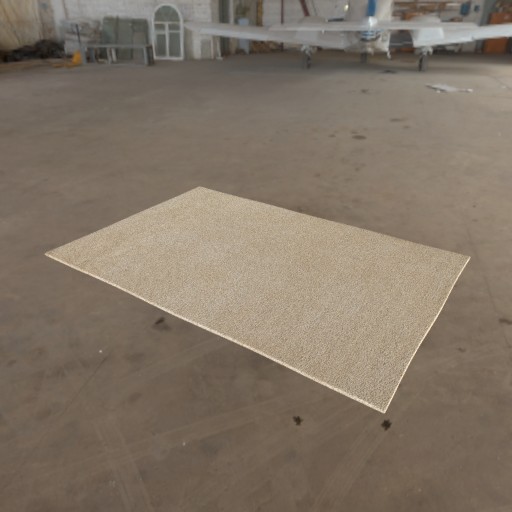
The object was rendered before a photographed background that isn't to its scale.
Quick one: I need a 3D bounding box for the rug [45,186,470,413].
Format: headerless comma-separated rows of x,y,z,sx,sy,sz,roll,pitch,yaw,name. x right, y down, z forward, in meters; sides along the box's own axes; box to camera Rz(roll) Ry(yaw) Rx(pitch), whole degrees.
0.000,0.000,3.380,2.699,0.025,1.800,18,34,30,rug
